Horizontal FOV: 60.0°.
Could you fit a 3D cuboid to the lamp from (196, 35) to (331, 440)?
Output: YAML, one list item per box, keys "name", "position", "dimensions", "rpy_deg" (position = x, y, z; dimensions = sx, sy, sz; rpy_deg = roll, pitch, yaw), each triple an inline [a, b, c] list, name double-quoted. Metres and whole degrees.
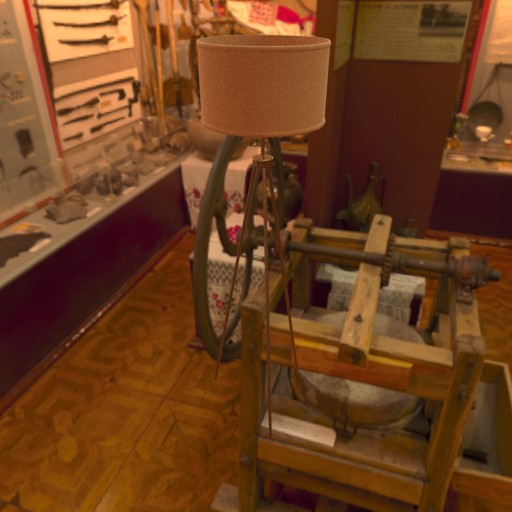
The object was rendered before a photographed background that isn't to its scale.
- name: "lamp"
  position: [0.000, 0.000, 1.755]
  dimensions: [0.460, 1.545, 0.449]
  rpy_deg: [10, 32, 17]
